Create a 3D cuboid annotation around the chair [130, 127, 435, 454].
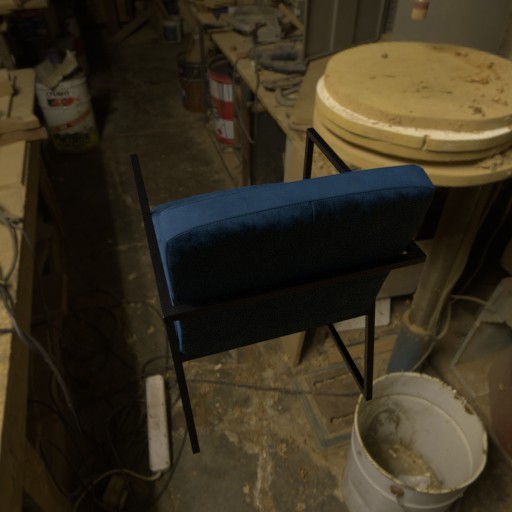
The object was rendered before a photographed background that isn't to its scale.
[{"bbox_3d":[0.000,0.000,1.258,0.571,0.833,0.677,-12,44,-13],"label":"chair"}]
